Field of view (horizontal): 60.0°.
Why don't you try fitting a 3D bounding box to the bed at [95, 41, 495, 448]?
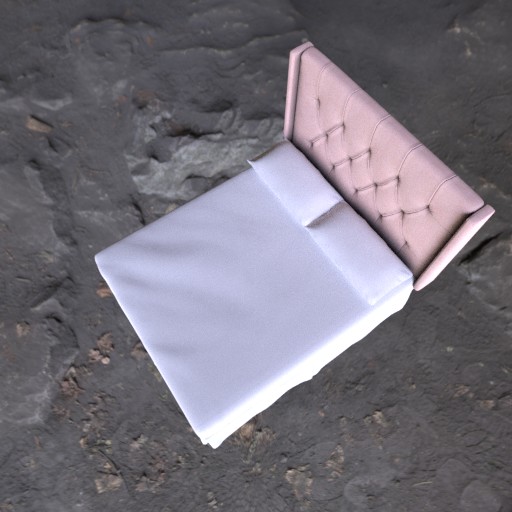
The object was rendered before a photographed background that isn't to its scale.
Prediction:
[{"bbox_3d":[0.000,0.000,3.242,2.066,1.665,1.719,-32,68,-15],"label":"bed"}]
